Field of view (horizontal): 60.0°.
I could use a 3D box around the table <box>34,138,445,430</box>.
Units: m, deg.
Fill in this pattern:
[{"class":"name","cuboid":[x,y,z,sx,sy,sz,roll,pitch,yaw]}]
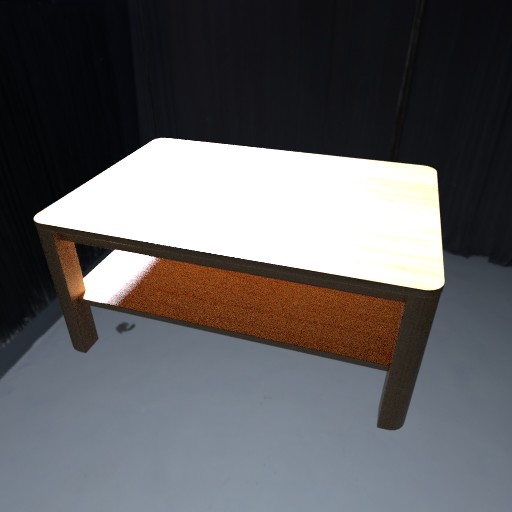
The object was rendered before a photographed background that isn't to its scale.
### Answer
[{"class":"table","cuboid":[0.000,0.000,1.391,0.997,0.445,0.696,10,34,15]}]
